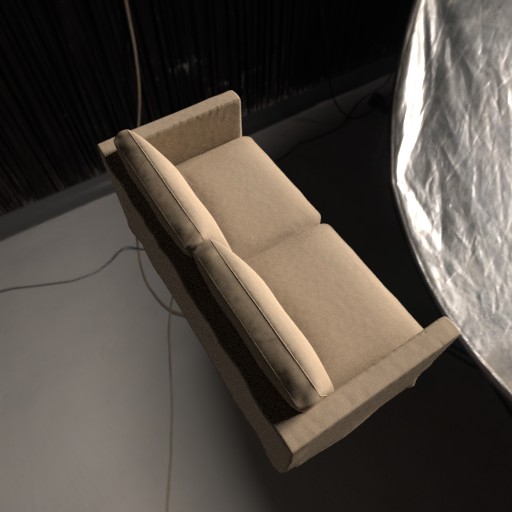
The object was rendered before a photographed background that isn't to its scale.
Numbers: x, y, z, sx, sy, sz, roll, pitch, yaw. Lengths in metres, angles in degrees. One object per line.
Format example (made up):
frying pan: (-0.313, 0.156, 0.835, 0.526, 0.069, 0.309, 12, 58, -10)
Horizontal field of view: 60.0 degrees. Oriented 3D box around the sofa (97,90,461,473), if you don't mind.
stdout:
sofa: (0.000, 0.000, 2.480, 0.956, 0.847, 1.987, -28, 62, -17)
